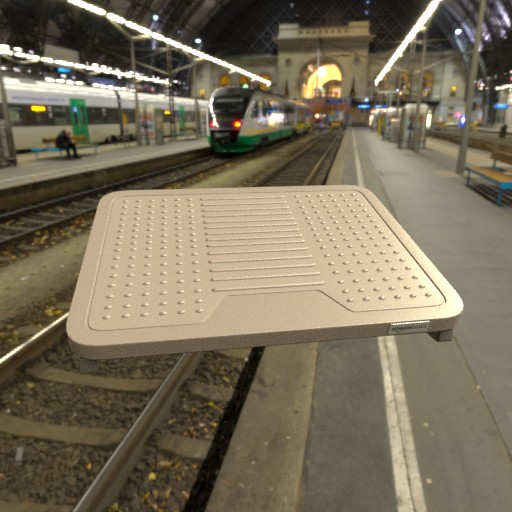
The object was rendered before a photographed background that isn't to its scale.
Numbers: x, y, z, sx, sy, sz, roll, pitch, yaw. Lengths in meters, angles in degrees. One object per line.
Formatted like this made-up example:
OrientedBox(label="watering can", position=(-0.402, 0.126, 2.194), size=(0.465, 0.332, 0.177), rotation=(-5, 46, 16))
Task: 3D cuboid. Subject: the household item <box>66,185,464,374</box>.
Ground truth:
OrientedBox(label="household item", position=(0.000, 0.000, 0.539), size=(0.390, 0.126, 0.301), rotation=(-3, 18, -9))
